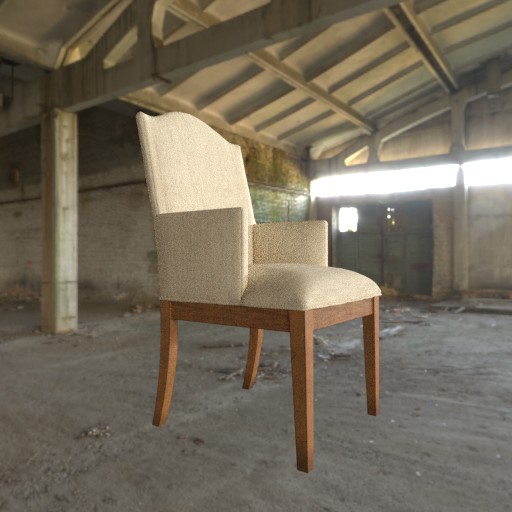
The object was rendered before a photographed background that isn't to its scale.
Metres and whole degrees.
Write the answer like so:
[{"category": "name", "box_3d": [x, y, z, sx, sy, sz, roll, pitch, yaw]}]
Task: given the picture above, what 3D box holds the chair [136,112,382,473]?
[{"category": "chair", "box_3d": [0.000, 0.000, 1.412, 0.641, 1.016, 0.533, 0, 0, 35]}]
